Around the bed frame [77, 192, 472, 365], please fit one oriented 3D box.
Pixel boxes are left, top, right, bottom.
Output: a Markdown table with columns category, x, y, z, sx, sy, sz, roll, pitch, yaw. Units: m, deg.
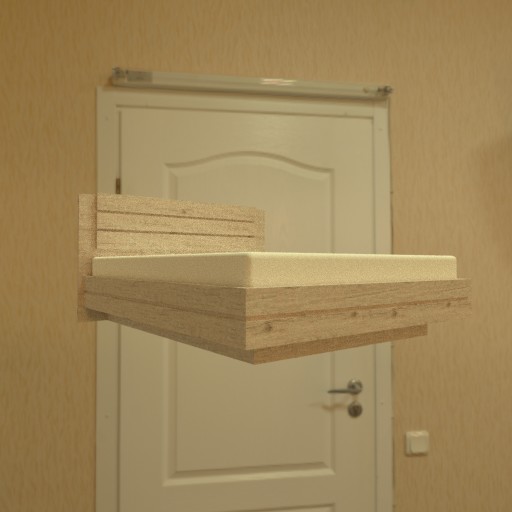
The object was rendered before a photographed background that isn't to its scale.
| category | x | y | z | sx | sy | sz | roll | pitch | yaw |
| --- | --- | --- | --- | --- | --- | --- | --- | --- | --- |
| bed frame | 0.000 | 0.000 | 2.991 | 1.750 | 0.970 | 2.080 | 1 | -1 | -37 |
